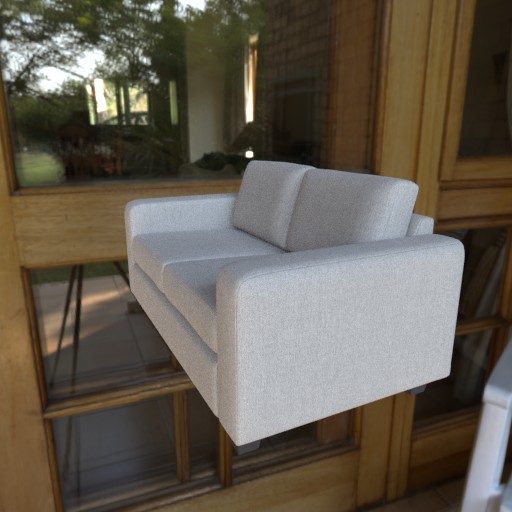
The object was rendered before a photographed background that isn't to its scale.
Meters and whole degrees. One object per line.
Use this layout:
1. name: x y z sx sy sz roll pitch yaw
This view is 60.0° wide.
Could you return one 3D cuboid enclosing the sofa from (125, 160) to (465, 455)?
1. sofa: 0.000 0.000 2.038 0.900 0.800 1.540 -8 17 -26
